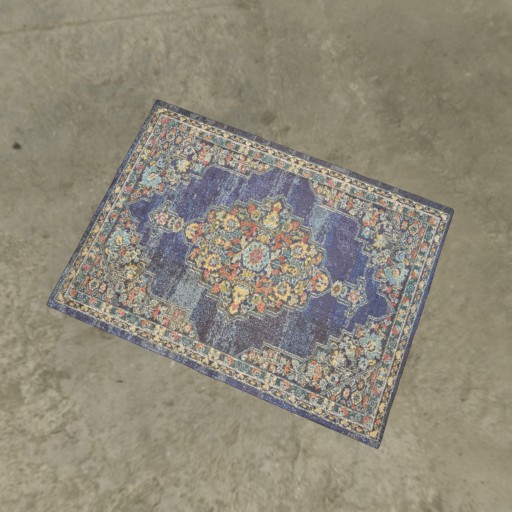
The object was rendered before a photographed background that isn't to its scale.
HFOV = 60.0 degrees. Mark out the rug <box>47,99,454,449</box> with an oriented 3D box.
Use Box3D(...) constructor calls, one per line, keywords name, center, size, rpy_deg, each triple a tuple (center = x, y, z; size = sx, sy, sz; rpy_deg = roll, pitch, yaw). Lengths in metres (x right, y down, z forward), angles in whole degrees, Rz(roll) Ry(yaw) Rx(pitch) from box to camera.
Box3D(name="rug", center=(0.000, 0.000, 2.903), size=(2.232, 0.009, 1.630), rpy_deg=(22, 76, 6))
